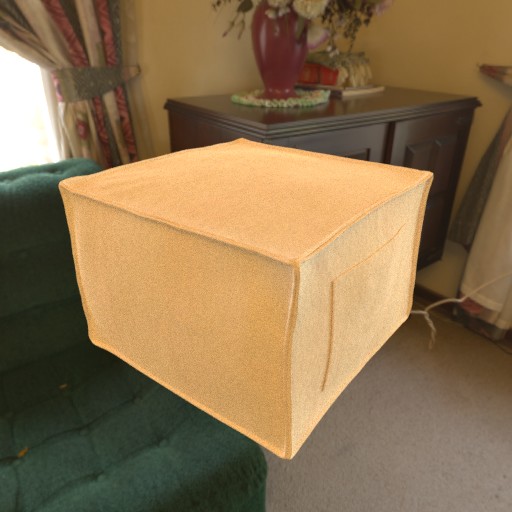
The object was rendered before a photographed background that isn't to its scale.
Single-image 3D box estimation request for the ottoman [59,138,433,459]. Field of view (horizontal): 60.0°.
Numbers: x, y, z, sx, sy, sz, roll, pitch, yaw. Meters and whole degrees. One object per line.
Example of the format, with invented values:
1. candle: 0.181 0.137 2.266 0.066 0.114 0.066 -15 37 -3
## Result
1. ottoman: 0.000 0.000 1.189 0.696 0.470 0.707 19 32 33
